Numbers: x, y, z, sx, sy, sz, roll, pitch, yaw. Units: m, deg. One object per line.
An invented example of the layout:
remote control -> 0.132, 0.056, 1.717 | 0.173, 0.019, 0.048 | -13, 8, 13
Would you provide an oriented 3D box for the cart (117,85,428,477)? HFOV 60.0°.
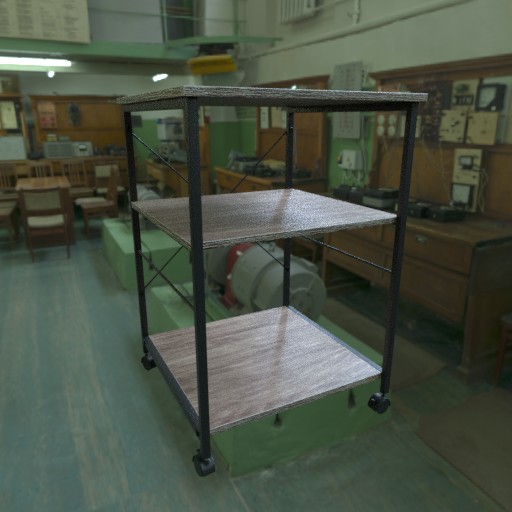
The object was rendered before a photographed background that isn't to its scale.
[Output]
cart -> 0.000, 0.000, 1.123 | 0.521, 0.762, 0.520 | -9, 19, -26
